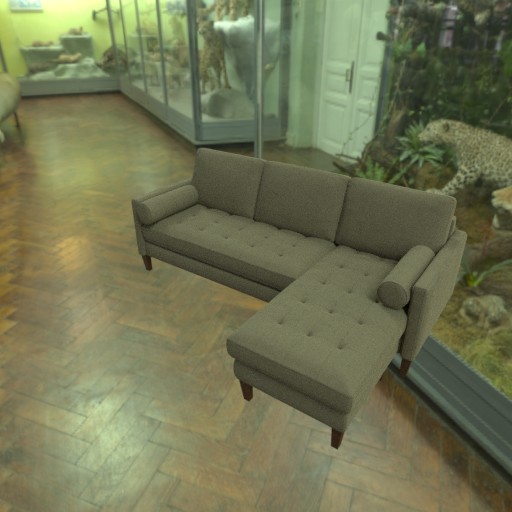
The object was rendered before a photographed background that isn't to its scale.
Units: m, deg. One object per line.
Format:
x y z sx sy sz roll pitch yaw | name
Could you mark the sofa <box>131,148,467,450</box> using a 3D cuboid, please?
0.000 0.000 2.843 2.178 0.875 1.506 18 33 31 | sofa
